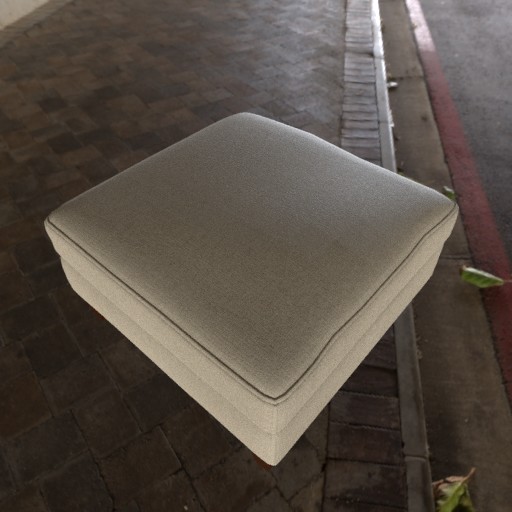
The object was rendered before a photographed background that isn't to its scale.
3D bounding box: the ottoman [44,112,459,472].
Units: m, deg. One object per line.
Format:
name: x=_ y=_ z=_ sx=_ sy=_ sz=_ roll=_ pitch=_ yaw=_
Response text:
ottoman: x=0.000 y=0.000 z=1.338 sx=0.838 sy=0.478 sz=0.838 roll=32 pitch=53 yaw=28
